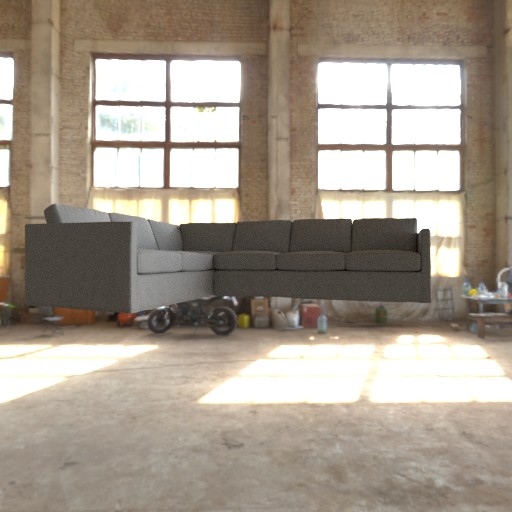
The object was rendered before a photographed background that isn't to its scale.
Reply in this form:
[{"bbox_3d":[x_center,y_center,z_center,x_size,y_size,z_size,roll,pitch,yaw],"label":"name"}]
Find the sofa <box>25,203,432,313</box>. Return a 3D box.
[{"bbox_3d":[0.000,0.000,4.252,3.182,0.871,2.432,0,0,18],"label":"sofa"}]
